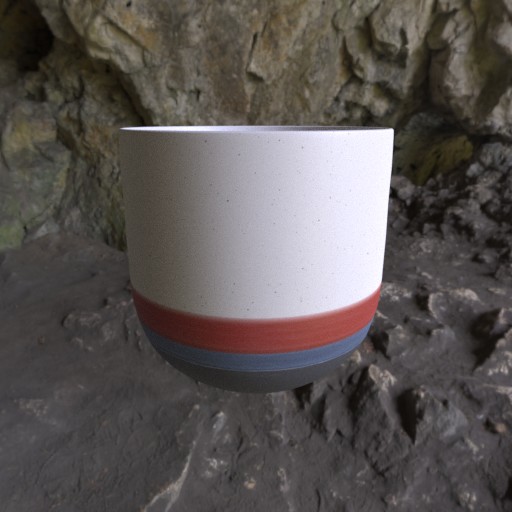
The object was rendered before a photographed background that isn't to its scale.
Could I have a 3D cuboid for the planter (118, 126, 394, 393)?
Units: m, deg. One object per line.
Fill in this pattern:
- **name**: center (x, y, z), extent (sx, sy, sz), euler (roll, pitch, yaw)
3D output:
- **planter**: center (0.000, 0.000, 0.485), extent (0.268, 0.270, 0.268), euler (0, 17, 0)
